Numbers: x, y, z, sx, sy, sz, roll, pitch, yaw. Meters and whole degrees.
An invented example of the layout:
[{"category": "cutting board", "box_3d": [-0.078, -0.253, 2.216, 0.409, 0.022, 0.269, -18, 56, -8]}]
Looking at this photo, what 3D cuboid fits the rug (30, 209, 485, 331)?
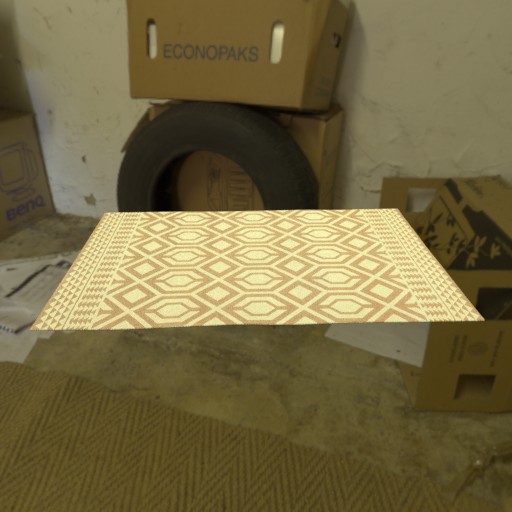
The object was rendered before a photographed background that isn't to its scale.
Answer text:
[{"category": "rug", "box_3d": [0.000, 0.000, 3.025, 2.435, 0.011, 1.526, -1, 29, -2]}]
